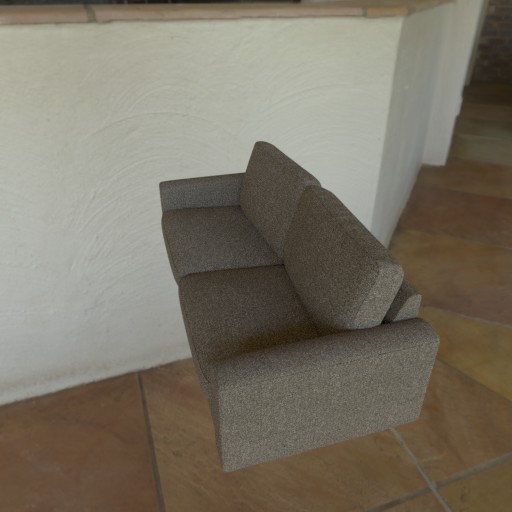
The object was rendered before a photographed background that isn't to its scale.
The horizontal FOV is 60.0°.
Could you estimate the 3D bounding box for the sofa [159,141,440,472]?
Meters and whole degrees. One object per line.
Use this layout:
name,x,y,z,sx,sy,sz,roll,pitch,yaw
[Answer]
sofa,0.000,0.000,2.723,1.016,0.873,2.179,-9,32,-14
